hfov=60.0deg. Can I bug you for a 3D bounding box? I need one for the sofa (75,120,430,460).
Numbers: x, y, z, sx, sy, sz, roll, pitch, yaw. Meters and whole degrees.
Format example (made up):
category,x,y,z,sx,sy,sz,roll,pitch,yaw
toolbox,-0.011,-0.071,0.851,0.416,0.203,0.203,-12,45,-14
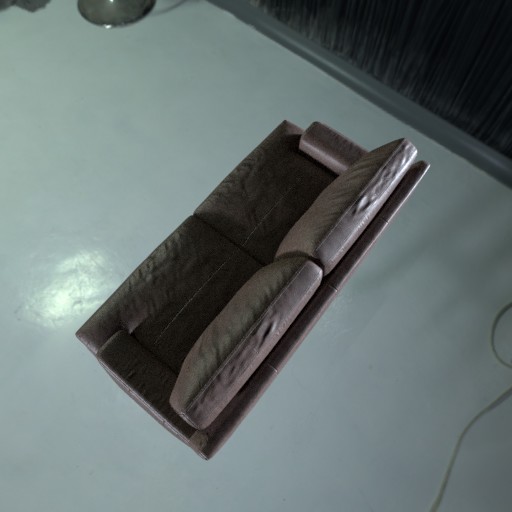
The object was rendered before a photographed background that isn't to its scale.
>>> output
category,x,y,z,sx,sy,sz,roll,pitch,yaw
sofa,0.000,0.000,2.849,1.143,0.941,2.261,35,69,15
